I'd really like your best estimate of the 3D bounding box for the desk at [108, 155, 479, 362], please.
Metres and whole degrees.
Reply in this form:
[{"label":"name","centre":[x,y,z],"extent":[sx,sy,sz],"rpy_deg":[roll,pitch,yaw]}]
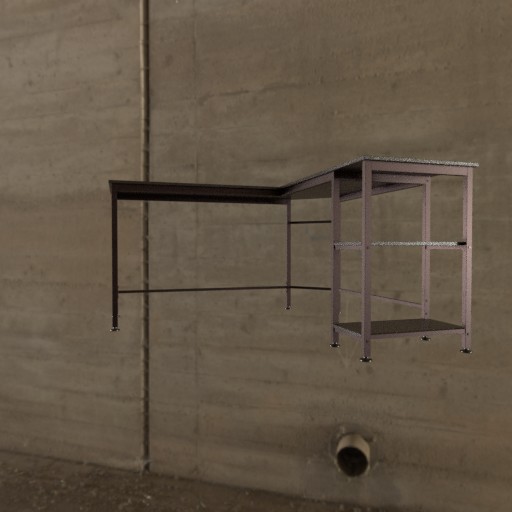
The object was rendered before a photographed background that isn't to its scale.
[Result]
[{"label":"desk","centre":[0.000,0.000,2.177],"extent":[1.379,0.739,1.379],"rpy_deg":[0,1,-17]}]
